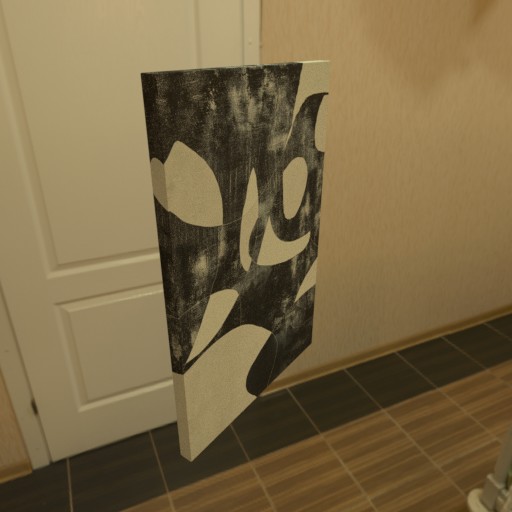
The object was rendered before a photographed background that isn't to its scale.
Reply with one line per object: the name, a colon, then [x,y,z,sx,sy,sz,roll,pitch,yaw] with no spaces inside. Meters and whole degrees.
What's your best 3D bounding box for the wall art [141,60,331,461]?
wall art: [0.000,0.000,1.157,0.041,0.915,0.610,18,31,32]
